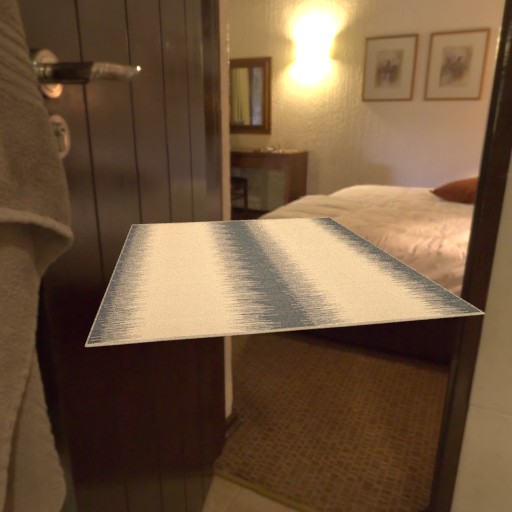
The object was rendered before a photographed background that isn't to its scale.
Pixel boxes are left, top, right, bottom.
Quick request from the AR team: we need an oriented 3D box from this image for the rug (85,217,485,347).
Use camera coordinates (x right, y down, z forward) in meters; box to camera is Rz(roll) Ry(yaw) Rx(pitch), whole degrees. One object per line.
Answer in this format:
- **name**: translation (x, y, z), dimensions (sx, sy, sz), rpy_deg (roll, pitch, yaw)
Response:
- **rug**: translation (0.000, 0.000, 4.054), dimensions (2.453, 0.004, 3.037), rpy_deg (-3, 17, -10)
